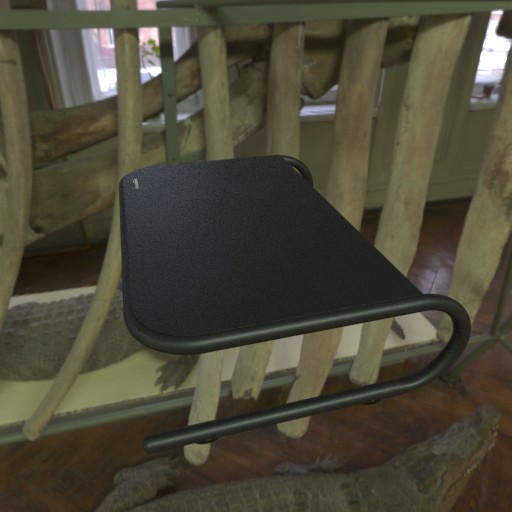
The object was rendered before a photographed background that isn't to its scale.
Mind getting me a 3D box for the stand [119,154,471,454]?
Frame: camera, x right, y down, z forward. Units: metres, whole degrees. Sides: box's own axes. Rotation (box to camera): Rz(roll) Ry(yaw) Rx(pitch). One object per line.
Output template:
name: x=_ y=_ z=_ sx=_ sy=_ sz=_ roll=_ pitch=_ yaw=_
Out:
stand: x=0.000 y=0.000 z=0.497 sx=0.280 sy=0.108 sz=0.370 roll=-8 pitch=32 yaw=-13
